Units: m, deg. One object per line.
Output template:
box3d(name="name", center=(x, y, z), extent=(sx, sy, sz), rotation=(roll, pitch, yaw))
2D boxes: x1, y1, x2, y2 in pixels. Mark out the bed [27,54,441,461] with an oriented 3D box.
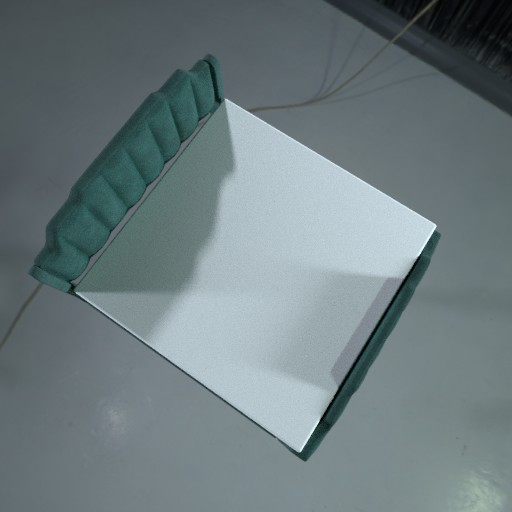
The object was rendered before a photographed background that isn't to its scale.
box3d(name="bed", center=(0.000, 0.000, 3.394), extent=(2.340, 1.245, 2.074), rotation=(33, 78, 8))
